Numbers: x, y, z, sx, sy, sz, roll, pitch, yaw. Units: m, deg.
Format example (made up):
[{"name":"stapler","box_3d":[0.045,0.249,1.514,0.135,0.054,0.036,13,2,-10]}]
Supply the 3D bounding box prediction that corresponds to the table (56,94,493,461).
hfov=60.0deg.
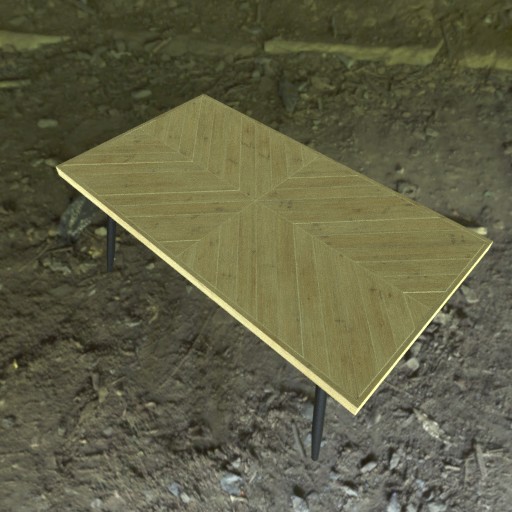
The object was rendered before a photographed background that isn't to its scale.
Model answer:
[{"name":"table","box_3d":[0.000,0.000,2.317,1.803,0.762,0.991,35,57,27]}]
